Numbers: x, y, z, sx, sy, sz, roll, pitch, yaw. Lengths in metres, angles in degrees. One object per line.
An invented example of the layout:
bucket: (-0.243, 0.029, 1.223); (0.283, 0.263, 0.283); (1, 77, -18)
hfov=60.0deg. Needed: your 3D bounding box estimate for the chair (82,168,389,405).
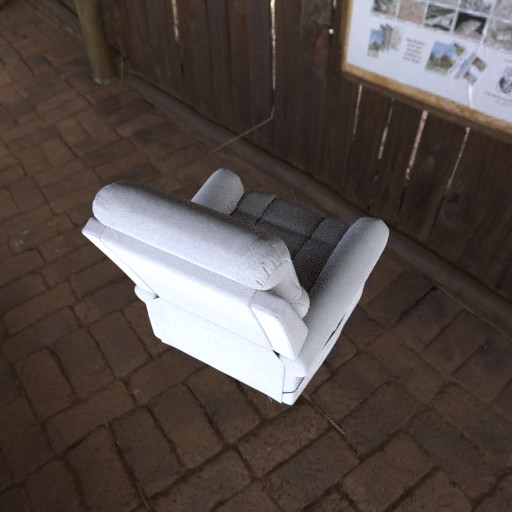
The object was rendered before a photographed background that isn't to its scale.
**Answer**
chair: (0.000, 0.000, 1.786); (0.871, 1.031, 0.979); (22, 49, 20)
